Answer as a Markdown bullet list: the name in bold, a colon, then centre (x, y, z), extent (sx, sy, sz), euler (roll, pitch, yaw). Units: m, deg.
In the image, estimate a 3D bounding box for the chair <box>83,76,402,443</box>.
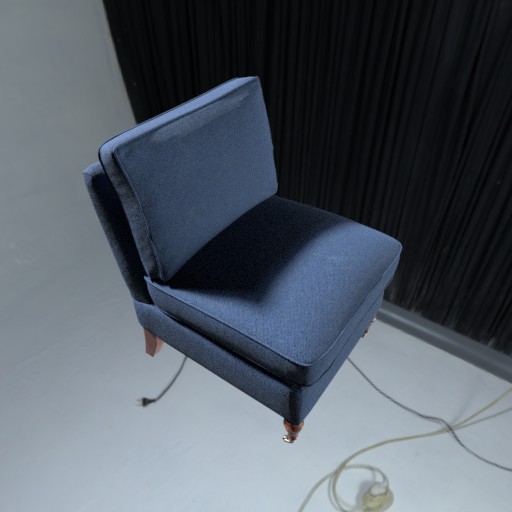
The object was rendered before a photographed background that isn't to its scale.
- **chair**: centre (0.000, 0.000, 1.679), extent (0.912, 1.052, 0.724), euler (25, 47, 26)
